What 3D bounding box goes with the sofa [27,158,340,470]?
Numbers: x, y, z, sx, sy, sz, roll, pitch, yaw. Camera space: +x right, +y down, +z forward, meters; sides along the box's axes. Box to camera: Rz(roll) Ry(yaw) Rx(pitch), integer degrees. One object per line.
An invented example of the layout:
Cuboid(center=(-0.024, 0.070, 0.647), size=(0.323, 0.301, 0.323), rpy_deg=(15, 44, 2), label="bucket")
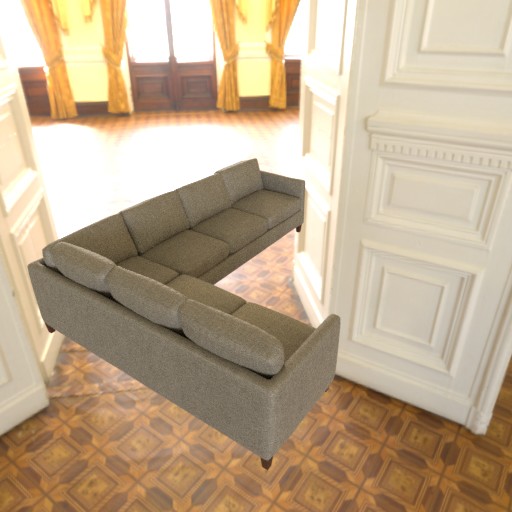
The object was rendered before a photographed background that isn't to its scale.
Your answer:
Cuboid(center=(0.000, 0.000, 4.449), size=(2.593, 0.947, 3.302), rpy_deg=(19, 35, 30), label="sofa")
